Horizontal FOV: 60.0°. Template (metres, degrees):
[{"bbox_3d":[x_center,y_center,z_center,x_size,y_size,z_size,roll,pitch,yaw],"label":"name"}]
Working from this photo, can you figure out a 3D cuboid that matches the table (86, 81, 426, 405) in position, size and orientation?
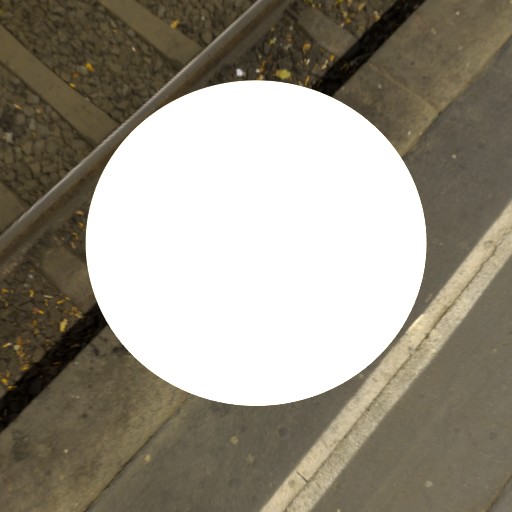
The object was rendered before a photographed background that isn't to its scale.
[{"bbox_3d":[0.000,0.000,0.977,0.600,0.400,0.600,0,75,0],"label":"table"}]
